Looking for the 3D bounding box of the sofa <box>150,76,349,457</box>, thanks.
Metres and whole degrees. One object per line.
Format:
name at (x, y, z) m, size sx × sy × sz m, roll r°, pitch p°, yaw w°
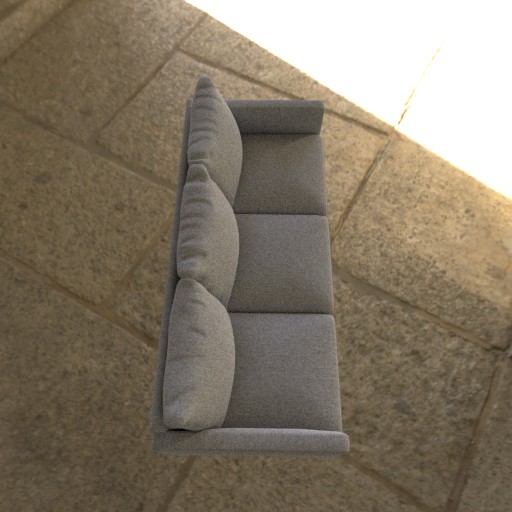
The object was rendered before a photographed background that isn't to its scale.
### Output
sofa at (0.000, 0.000, 2.433) m, size 0.850 × 0.830 × 2.000 m, roll 1°, pitch 64°, yaw 0°
